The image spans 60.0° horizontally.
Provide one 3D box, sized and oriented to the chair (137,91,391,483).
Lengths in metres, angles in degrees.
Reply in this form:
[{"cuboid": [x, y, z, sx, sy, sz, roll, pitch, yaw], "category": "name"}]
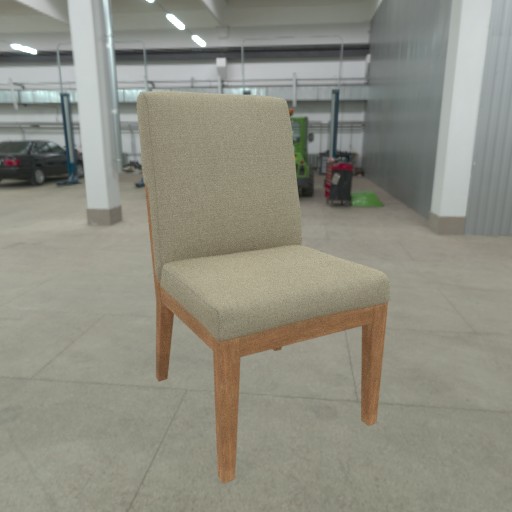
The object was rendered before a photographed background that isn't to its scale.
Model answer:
[{"cuboid": [0.000, 0.000, 1.258, 0.507, 0.911, 0.586, -8, 17, -28], "category": "chair"}]
